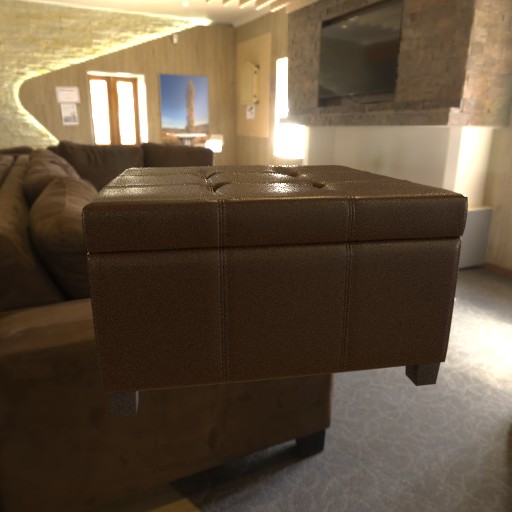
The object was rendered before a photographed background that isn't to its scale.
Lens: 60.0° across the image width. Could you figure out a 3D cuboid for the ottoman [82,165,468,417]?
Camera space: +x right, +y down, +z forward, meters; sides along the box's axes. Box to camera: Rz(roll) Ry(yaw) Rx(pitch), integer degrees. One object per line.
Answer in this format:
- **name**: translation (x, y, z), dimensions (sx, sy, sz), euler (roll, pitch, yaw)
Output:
- **ottoman**: translation (0.000, 0.000, 1.281), dimensions (0.787, 0.460, 0.788), euler (-3, 16, -9)
